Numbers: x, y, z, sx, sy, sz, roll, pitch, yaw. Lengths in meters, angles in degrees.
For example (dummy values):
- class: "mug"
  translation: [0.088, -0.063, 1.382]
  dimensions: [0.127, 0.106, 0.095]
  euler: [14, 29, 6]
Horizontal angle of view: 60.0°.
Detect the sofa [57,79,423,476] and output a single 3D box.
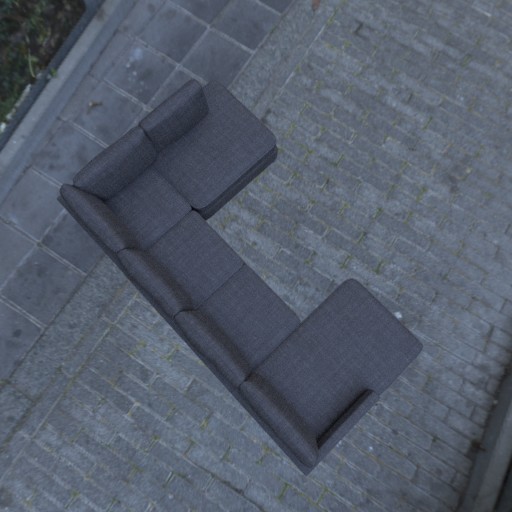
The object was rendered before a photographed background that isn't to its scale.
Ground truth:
- class: "sofa"
  translation: [0.000, 0.000, 4.297]
  dimensions: [2.048, 0.999, 3.423]
  euler: [-43, 80, -9]
